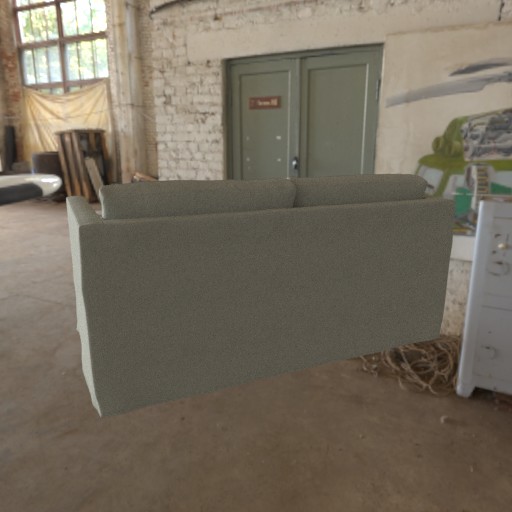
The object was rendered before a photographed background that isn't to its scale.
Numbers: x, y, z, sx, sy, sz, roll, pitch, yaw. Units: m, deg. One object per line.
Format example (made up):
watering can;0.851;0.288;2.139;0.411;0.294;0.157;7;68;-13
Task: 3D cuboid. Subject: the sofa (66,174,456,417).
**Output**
sofa;0.000;0.000;2.243;1.727;0.830;0.944;-6;15;-24
